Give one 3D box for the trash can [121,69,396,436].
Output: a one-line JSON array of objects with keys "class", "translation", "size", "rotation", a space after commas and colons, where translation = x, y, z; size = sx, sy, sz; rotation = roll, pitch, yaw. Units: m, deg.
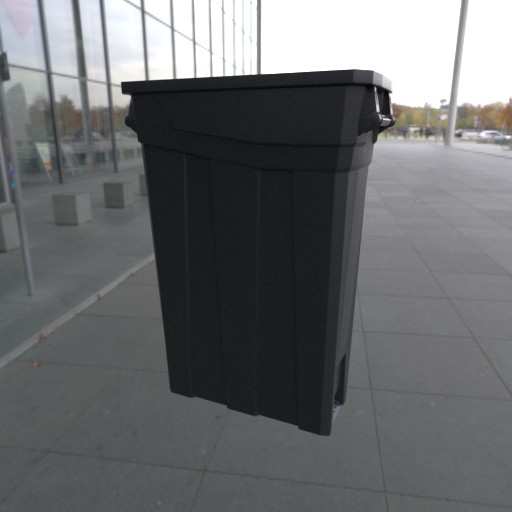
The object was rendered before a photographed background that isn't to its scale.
[{"class": "trash can", "translation": [0.000, 0.000, 1.043], "size": [0.559, 0.762, 0.281], "rotation": [7, 17, 24]}]
